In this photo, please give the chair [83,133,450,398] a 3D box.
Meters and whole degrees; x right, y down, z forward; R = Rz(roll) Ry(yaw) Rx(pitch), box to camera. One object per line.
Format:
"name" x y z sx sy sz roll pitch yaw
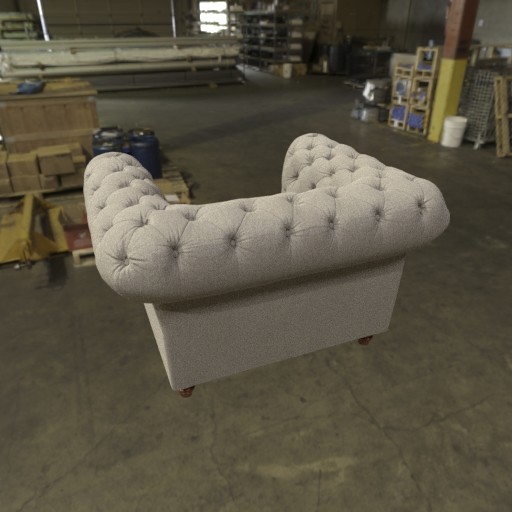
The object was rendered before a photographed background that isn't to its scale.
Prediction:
"chair" 0.000 0.000 1.886 1.270 0.770 0.976 -11 30 -19
